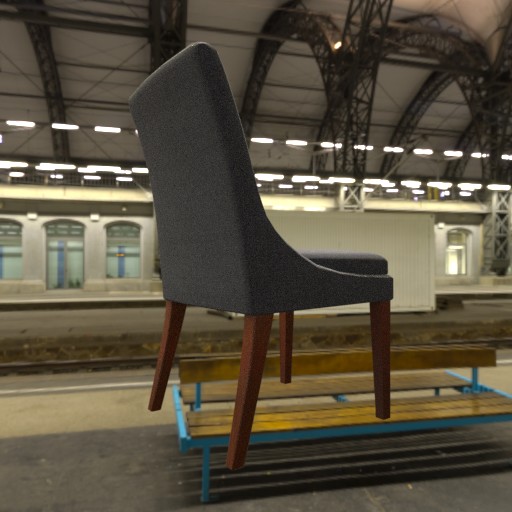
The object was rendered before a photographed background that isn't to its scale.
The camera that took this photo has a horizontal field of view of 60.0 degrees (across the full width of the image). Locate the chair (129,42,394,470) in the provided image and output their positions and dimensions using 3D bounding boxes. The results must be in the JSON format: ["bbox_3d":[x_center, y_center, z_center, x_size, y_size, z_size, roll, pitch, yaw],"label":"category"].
[{"bbox_3d":[0.000,0.000,1.318,0.655,0.952,0.508,0,0,-35],"label":"chair"}]
